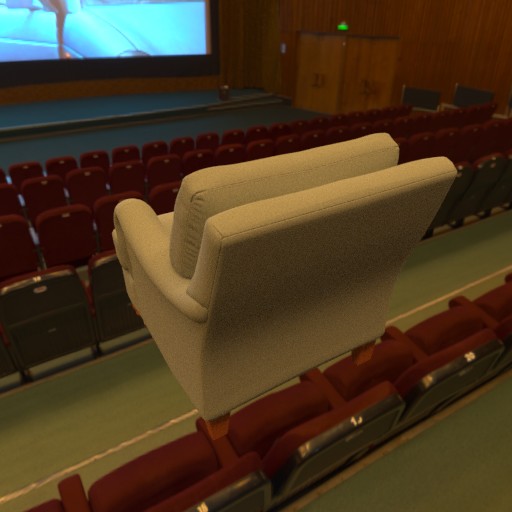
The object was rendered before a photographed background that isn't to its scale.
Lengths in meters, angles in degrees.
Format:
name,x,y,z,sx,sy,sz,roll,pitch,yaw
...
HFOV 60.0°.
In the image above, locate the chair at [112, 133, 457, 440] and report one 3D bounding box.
name,x,y,z,sx,sy,sz,roll,pitch,yaw
chair,0.000,0.000,1.831,0.955,1.038,1.070,-18,35,-27
